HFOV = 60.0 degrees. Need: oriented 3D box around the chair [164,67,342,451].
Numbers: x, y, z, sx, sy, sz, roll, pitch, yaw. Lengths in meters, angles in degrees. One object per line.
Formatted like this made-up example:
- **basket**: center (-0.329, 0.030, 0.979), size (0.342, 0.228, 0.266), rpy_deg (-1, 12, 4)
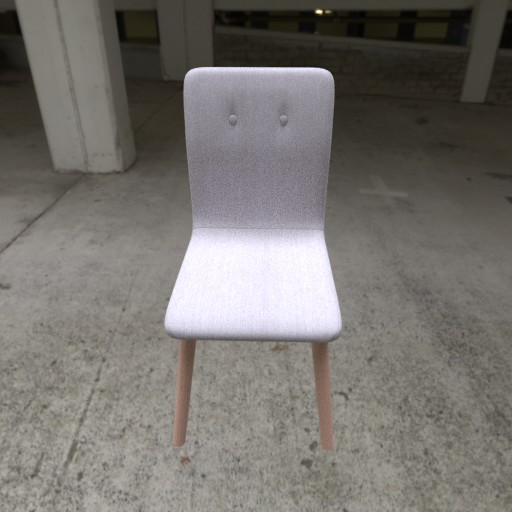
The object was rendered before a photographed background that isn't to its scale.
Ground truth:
- **chair**: center (0.000, 0.000, 1.199), size (0.435, 0.885, 0.550), rpy_deg (1, 30, 2)
